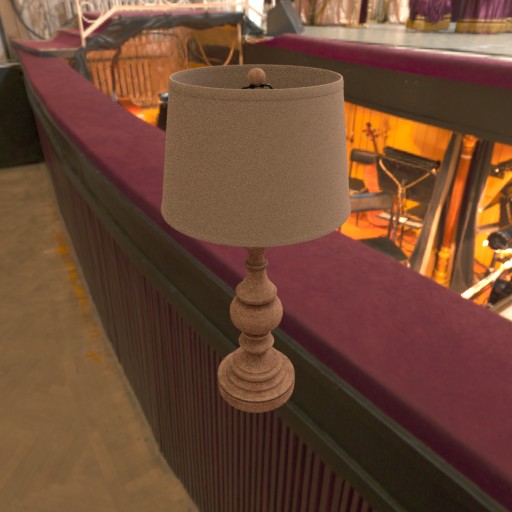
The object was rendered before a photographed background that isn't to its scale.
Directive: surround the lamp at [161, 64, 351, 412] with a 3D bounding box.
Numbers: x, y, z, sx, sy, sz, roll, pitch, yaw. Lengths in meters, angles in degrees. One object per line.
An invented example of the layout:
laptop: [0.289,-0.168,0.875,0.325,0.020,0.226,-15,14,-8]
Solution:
lamp: [0.000,0.000,0.862,0.340,0.678,0.340,0,30,0]
